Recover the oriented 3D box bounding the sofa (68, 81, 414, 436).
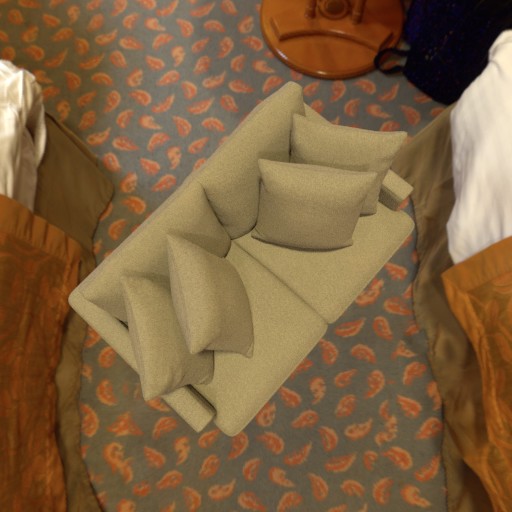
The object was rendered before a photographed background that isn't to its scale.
[{"bbox_3d":[0.000,0.000,2.657,1.228,1.080,1.869,41,79,10],"label":"sofa"}]
